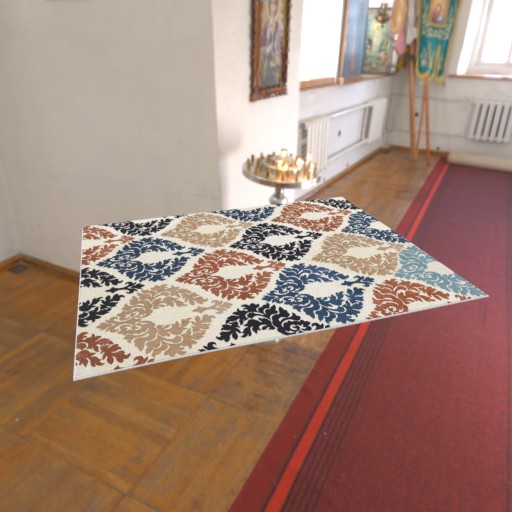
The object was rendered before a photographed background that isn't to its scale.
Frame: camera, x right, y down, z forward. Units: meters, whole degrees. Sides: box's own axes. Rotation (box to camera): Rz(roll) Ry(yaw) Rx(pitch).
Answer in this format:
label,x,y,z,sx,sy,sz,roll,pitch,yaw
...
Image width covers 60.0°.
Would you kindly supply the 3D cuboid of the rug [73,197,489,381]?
label,x,y,z,sx,sy,sz,roll,pitch,yaw
rug,0.000,0.000,4.041,3.040,0.014,2.423,-8,28,-16
